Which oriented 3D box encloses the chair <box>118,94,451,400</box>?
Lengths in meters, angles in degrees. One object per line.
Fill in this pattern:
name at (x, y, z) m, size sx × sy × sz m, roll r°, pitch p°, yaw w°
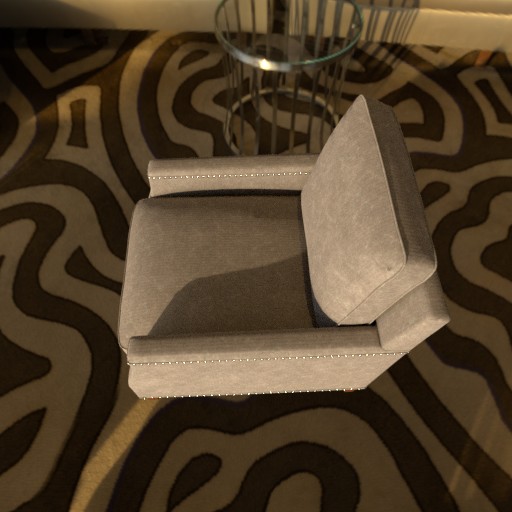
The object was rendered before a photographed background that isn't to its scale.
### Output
chair at (0.000, 0.000, 1.664) m, size 1.014 × 0.948 × 0.853 m, roll -2°, pitch 59°, yaw -1°
